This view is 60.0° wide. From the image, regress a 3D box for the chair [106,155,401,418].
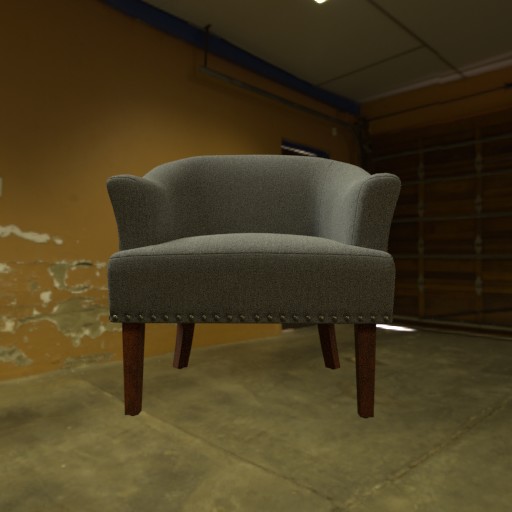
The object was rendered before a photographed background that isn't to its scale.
[{"bbox_3d":[0.000,0.000,1.412,0.798,0.815,0.704,0,-1,2],"label":"chair"}]
